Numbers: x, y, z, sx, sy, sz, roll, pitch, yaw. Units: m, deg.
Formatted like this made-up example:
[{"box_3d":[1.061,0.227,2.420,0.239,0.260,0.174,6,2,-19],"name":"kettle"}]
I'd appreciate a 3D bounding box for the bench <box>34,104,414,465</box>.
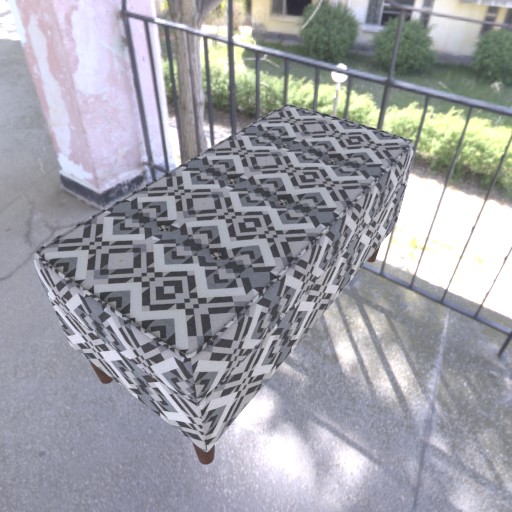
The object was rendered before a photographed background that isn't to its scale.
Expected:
[{"box_3d":[0.000,0.000,1.294,0.492,0.477,1.016,26,48,27],"name":"bench"}]
